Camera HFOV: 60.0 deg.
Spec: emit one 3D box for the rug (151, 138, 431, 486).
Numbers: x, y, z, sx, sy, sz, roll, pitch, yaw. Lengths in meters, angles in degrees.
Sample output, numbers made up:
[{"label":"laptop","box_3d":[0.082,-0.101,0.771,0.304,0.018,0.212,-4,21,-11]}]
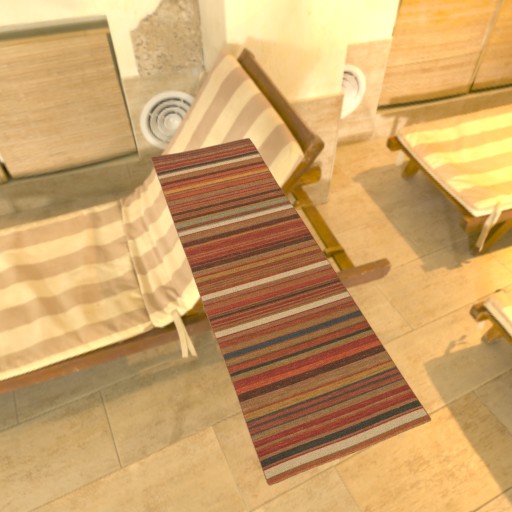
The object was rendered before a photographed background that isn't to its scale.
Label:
[{"label":"rug","box_3d":[0.000,0.000,2.683,0.799,0.030,2.444,-15,49,-14]}]
